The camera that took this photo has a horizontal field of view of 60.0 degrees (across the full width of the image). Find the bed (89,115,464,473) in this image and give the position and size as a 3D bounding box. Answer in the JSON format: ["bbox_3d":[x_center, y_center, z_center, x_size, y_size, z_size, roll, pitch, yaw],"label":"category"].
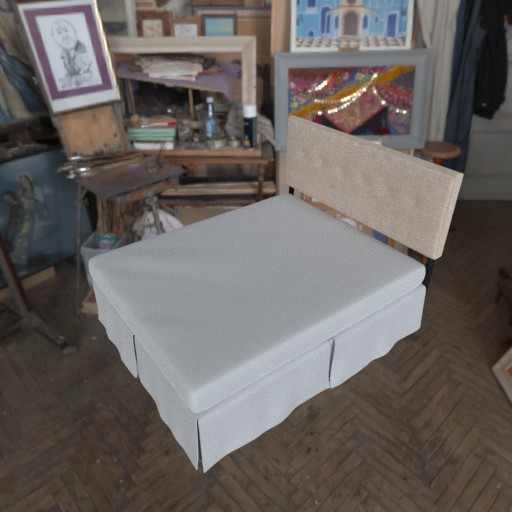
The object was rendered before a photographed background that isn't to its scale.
[{"bbox_3d":[0.000,0.000,3.078,1.978,1.270,1.643,-22,39,-30],"label":"bed"}]
